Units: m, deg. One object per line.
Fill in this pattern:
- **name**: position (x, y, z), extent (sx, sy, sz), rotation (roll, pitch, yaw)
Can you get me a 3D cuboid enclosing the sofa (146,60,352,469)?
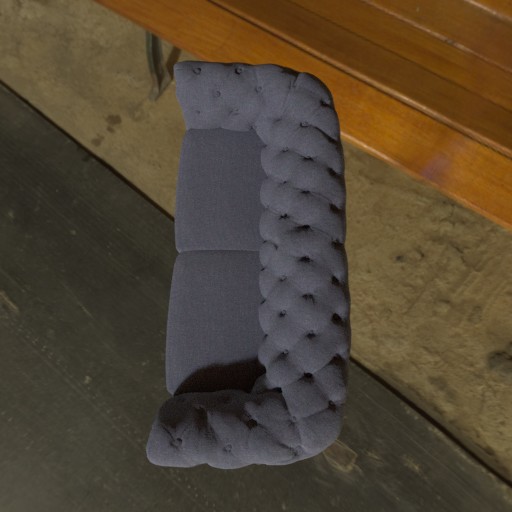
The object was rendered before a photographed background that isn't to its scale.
- **sofa**: position (0.000, 0.000, 2.772), extent (1.046, 0.836, 2.335), rotation (1, 75, 0)
